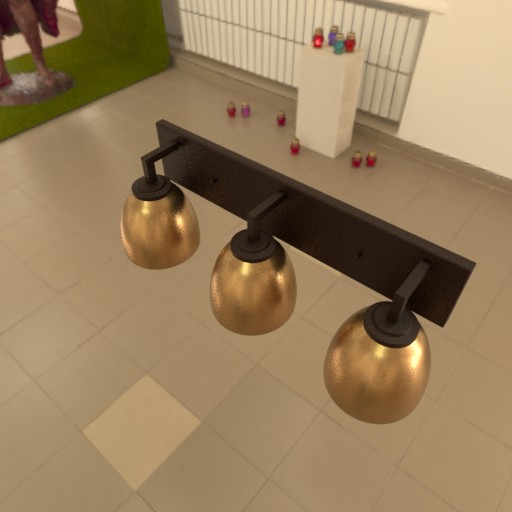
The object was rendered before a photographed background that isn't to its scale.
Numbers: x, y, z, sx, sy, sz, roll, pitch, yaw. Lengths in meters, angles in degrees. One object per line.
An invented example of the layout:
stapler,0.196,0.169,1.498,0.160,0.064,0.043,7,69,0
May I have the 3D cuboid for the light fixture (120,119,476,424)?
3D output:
light fixture,0.000,0.000,0.669,0.582,0.204,0.157,30,52,27
